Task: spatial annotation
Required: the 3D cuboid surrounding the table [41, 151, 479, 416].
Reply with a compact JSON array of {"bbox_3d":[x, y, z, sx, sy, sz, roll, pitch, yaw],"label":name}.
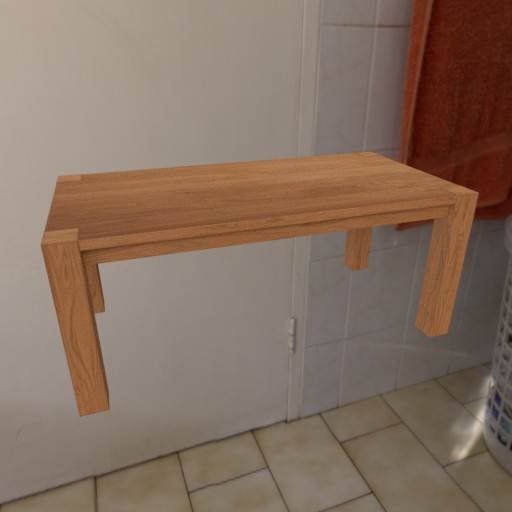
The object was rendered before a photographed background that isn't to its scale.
[{"bbox_3d":[0.000,0.000,2.267,1.800,0.760,0.900,-8,27,-17],"label":"table"}]
